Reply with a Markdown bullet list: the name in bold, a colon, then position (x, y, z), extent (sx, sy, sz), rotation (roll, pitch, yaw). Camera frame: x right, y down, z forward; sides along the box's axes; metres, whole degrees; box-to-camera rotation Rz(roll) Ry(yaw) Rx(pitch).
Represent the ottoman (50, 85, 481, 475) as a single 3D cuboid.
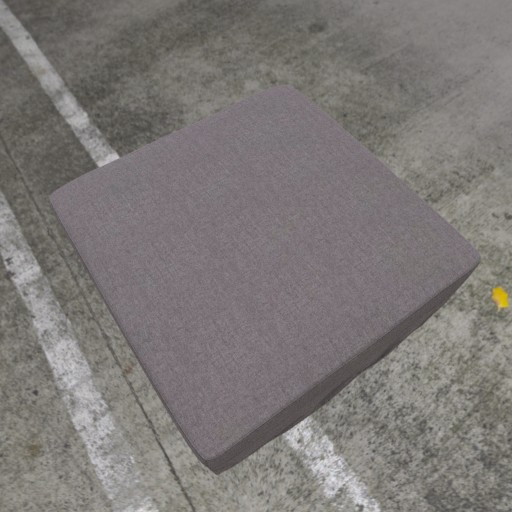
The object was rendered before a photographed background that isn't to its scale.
- **ottoman**: position (0.000, 0.000, 1.286), extent (0.843, 0.436, 0.840), rotation (-31, 64, -17)
